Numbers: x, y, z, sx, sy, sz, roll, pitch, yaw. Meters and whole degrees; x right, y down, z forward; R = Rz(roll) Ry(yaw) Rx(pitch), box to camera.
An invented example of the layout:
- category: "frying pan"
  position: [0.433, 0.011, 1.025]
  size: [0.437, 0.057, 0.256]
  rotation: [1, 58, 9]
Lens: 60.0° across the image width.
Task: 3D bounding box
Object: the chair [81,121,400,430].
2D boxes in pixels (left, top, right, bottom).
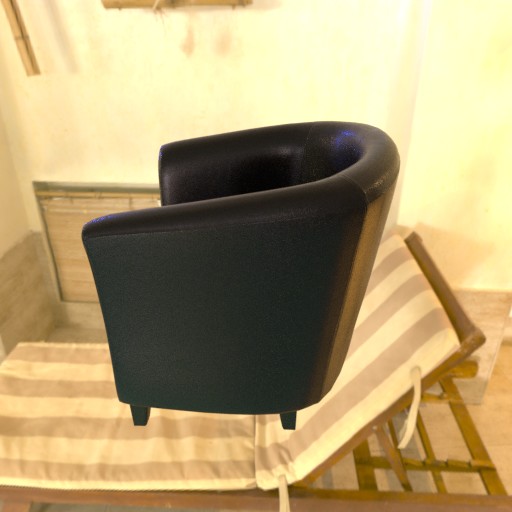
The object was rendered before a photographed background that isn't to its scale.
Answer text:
- category: "chair"
  position: [0.000, 0.000, 1.358]
  size: [0.727, 0.756, 0.793]
  rotation: [1, 27, 2]
